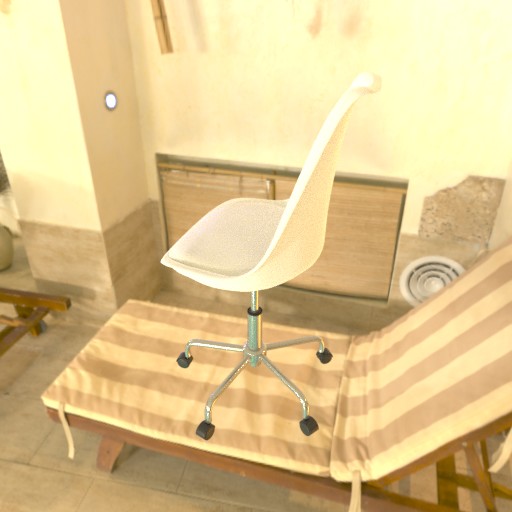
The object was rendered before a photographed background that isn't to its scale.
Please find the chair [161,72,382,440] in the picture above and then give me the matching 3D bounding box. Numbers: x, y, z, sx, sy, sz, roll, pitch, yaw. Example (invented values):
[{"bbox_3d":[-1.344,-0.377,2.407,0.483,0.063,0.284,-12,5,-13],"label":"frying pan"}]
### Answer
[{"bbox_3d":[0.000,0.000,1.220,0.550,0.930,0.550,8,30,15],"label":"chair"}]
